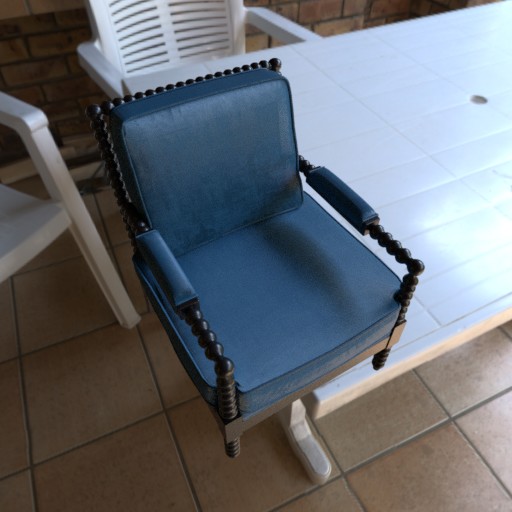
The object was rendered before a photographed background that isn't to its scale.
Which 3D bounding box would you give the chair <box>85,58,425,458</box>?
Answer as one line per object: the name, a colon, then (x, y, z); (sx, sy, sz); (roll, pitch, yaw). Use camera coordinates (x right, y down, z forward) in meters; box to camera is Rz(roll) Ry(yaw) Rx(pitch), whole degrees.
chair: (0.000, 0.000, 1.402); (0.688, 0.857, 0.805); (-24, 51, -21)
